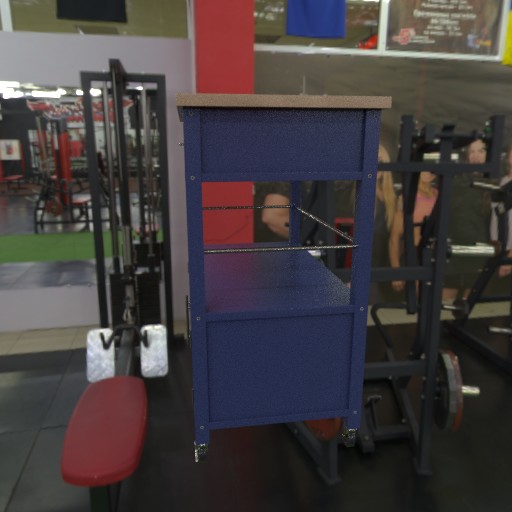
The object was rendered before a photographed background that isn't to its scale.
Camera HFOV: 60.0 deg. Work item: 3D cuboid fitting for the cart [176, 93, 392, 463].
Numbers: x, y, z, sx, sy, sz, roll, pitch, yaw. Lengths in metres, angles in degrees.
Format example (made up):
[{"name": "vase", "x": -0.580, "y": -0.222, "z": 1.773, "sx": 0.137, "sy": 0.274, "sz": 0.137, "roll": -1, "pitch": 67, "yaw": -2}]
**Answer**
[{"name": "cart", "x": 0.000, "y": 0.000, "z": 1.429, "sx": 0.459, "sy": 0.901, "sz": 0.840, "roll": -2, "pitch": 15, "yaw": -9}]
